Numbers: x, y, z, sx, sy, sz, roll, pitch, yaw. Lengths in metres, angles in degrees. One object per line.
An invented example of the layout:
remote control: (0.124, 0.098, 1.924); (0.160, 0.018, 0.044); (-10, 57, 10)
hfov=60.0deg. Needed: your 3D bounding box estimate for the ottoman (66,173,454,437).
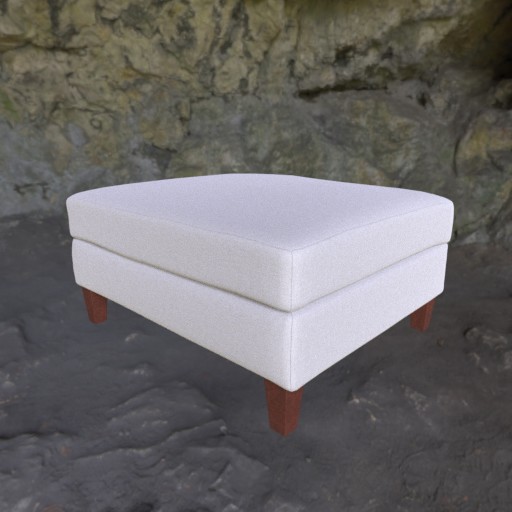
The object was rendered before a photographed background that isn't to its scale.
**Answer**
ottoman: (0.000, 0.000, 1.471); (0.976, 0.492, 0.836); (15, 22, 41)
